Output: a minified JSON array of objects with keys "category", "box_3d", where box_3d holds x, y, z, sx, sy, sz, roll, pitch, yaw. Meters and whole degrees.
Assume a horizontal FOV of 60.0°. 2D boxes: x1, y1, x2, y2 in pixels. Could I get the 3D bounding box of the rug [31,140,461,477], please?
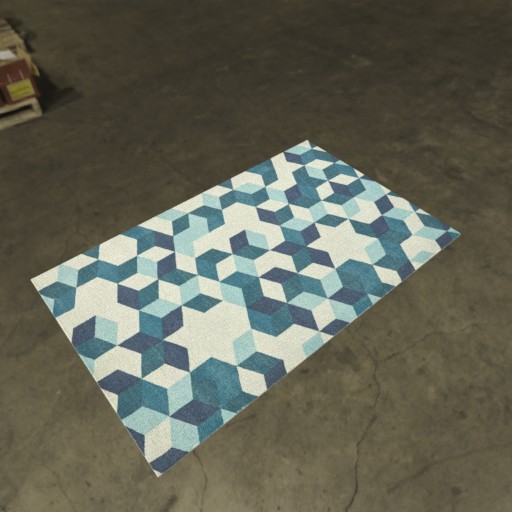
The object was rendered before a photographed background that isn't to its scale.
[{"category":"rug","box_3d":[0.000,0.000,2.934,2.438,0.015,1.518,-32,55,-26]}]
